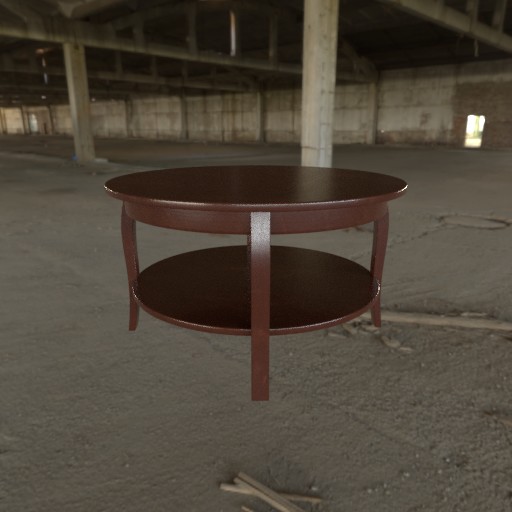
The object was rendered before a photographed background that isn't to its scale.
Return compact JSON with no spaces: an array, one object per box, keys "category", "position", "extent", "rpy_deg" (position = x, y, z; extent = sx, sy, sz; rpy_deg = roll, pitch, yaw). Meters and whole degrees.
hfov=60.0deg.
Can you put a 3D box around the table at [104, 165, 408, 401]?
[{"category":"table","position":[0.000,0.000,1.473],"extent":[0.911,0.512,0.911],"rpy_deg":[0,17,0]}]
